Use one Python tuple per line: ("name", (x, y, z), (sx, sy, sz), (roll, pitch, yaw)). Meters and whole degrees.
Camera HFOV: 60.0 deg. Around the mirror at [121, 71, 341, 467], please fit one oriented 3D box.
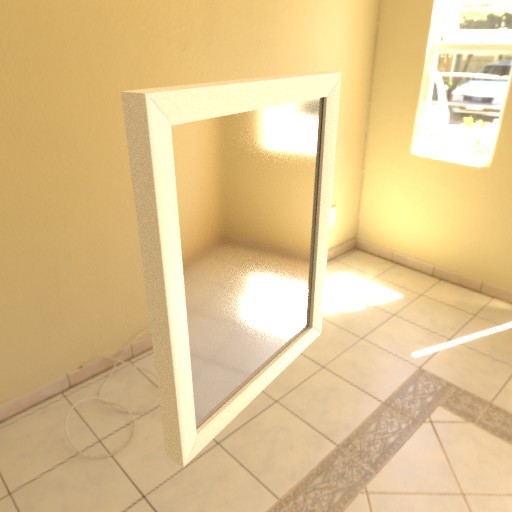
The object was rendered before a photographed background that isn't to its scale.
("mirror", (0.000, 0.000, 0.684), (0.041, 0.508, 0.405), (18, 31, 32))
